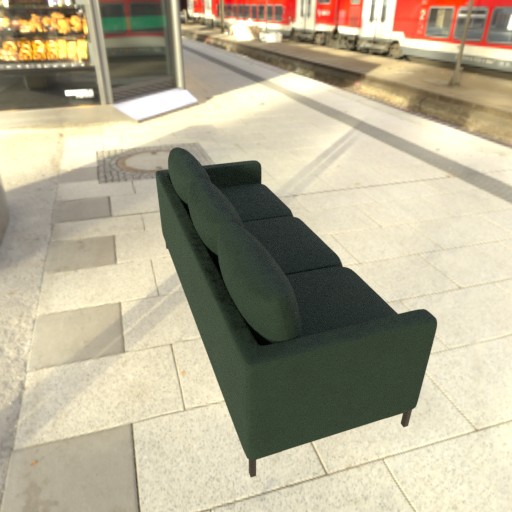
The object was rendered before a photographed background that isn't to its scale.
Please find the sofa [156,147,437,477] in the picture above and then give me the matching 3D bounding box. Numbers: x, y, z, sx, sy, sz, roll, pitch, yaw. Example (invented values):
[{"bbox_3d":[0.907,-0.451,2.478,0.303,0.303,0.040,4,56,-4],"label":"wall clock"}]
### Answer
[{"bbox_3d":[0.000,0.000,2.701,0.859,0.870,2.218,-10,31,-17],"label":"sofa"}]
